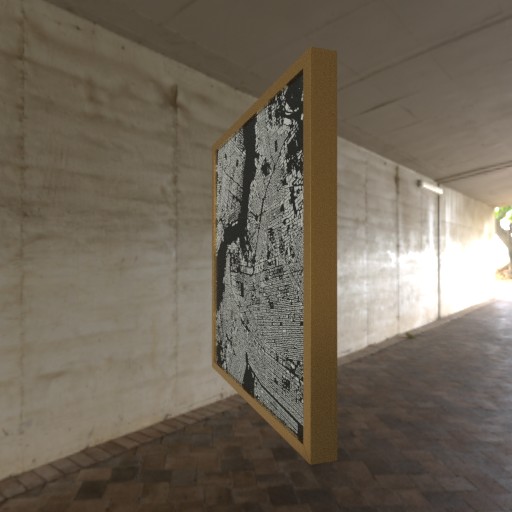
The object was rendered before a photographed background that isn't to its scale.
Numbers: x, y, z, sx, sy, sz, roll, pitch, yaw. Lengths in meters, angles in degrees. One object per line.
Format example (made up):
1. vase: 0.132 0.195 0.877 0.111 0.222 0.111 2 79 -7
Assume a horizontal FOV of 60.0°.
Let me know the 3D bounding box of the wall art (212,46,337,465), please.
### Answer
1. wall art: 0.000 0.000 0.471 0.023 0.305 0.305 0 0 -19
